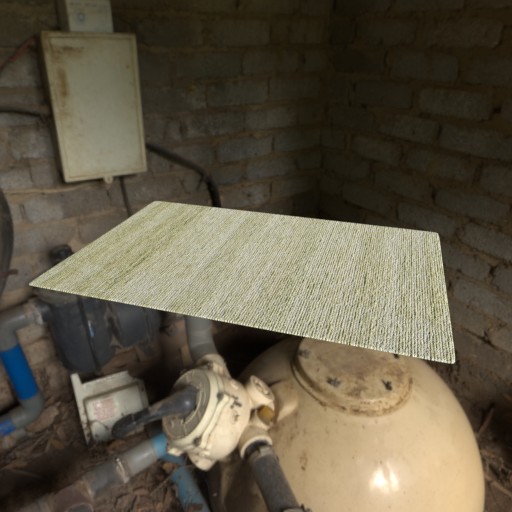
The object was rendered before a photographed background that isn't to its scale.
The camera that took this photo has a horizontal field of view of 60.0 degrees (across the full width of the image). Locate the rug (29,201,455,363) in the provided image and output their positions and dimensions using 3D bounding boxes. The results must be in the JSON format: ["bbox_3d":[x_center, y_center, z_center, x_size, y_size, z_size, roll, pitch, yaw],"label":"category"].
[{"bbox_3d":[0.000,0.000,2.202,1.758,0.010,1.143,8,28,16],"label":"rug"}]
